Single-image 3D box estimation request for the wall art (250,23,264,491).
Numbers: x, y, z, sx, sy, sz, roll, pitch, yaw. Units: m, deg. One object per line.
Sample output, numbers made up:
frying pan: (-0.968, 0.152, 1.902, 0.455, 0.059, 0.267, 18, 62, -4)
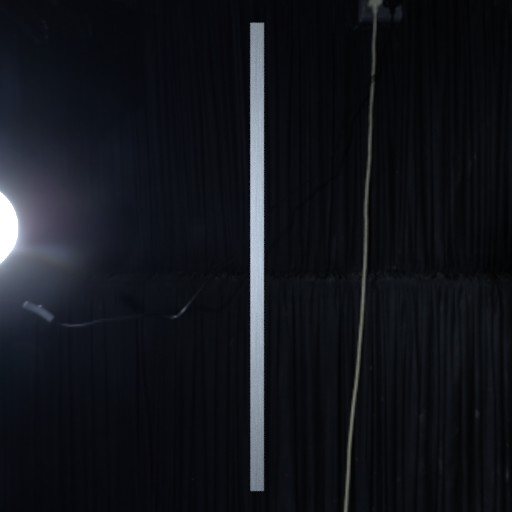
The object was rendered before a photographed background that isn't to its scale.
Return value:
wall art: (0.000, 0.000, 1.399, 0.030, 1.046, 0.816, 0, 1, 0)
